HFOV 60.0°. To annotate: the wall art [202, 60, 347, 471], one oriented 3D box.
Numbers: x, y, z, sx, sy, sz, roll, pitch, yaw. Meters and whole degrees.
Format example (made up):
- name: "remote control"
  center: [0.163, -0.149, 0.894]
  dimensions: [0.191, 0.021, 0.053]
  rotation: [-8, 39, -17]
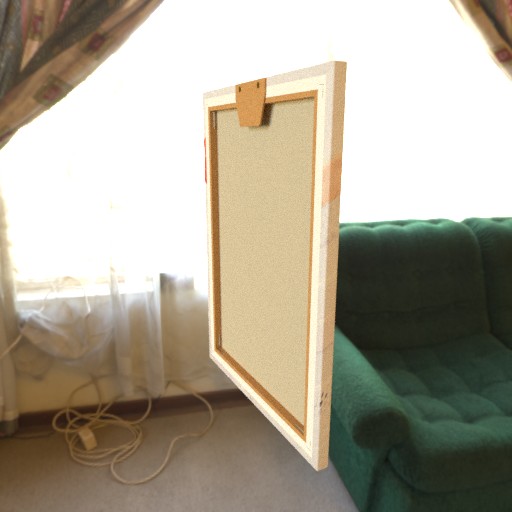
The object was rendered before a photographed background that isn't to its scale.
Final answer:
- name: "wall art"
  center: [0.000, 0.000, 1.142]
  dimensions: [0.036, 0.848, 0.613]
  rotation: [-8, 17, -28]
